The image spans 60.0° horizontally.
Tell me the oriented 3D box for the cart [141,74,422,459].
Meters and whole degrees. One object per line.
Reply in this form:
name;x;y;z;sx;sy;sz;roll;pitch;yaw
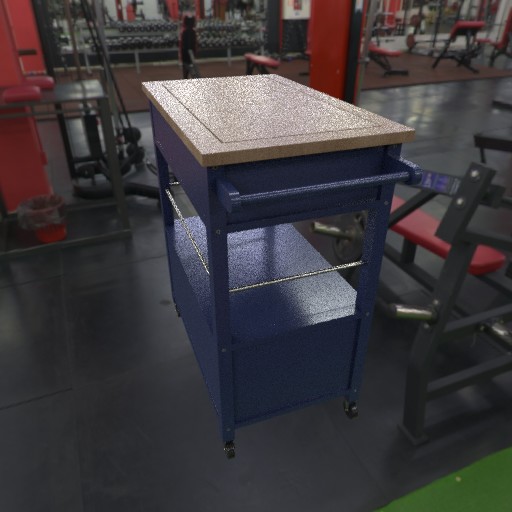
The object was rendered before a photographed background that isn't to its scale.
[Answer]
cart;0.000;0.000;1.360;0.459;0.901;0.840;-11;33;-17
